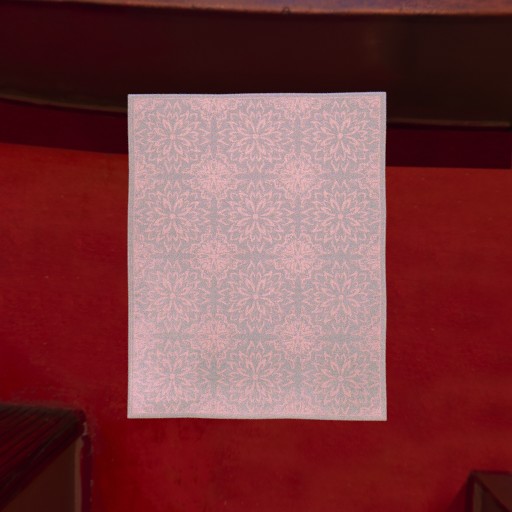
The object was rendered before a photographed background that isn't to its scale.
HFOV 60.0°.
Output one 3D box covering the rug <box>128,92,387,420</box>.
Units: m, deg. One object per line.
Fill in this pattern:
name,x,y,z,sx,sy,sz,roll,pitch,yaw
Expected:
rug,0.000,0.000,4.051,2.363,0.012,2.980,0,90,2
